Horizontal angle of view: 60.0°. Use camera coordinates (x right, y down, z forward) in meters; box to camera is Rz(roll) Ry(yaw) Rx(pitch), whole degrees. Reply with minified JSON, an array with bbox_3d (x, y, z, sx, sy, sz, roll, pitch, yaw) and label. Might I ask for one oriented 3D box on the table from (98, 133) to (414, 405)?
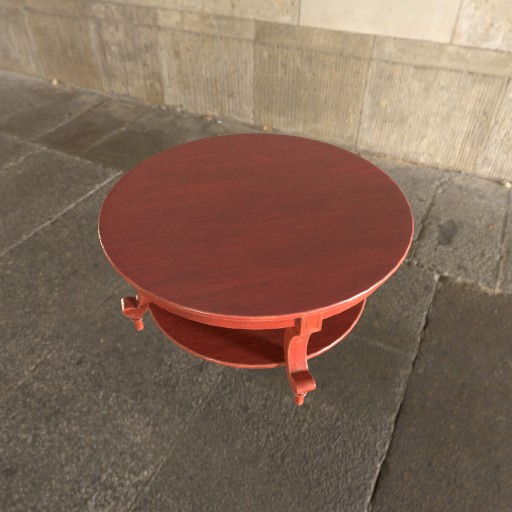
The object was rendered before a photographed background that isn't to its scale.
[{"bbox_3d":[0.000,0.000,1.645,1.029,0.486,1.029,0,41,0],"label":"table"}]
